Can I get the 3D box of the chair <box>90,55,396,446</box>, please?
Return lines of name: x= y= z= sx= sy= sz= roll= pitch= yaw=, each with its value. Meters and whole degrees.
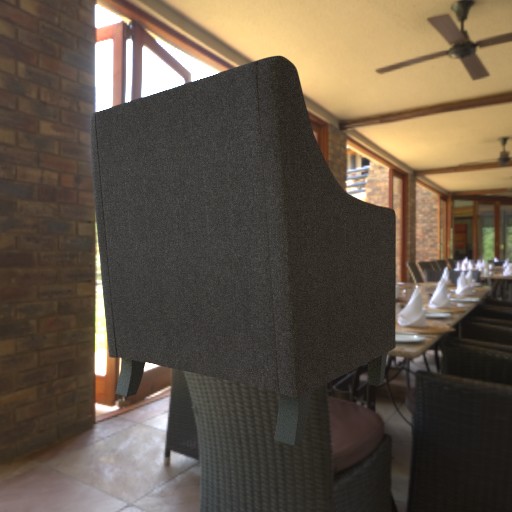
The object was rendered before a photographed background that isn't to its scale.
chair: x=0.000 y=0.000 z=1.606 sx=0.776 sy=0.967 sz=0.884 roll=0 pitch=0 yaw=36
